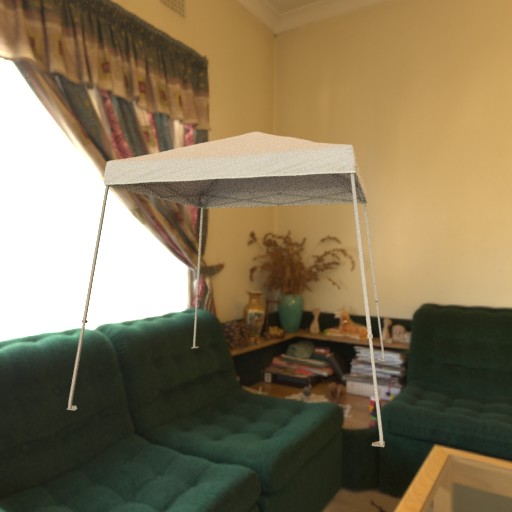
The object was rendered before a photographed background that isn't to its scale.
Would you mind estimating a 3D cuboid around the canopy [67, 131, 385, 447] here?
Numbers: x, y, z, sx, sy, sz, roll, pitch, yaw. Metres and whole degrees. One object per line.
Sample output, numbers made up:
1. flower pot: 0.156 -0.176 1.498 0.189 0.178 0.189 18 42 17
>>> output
1. canopy: 0.000 0.000 6.436 3.600 3.600 3.599 0 1 16
